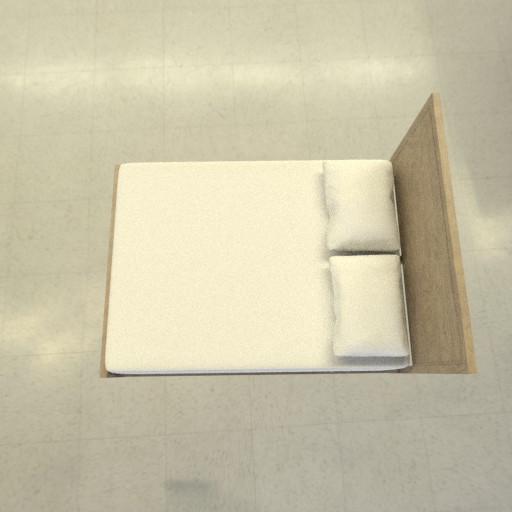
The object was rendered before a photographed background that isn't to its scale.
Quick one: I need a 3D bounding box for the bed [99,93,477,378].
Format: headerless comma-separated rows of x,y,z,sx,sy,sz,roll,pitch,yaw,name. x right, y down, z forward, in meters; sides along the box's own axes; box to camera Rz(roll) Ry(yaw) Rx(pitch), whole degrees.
0.000,0.000,3.076,2.189,1.369,1.606,-1,75,0,bed
